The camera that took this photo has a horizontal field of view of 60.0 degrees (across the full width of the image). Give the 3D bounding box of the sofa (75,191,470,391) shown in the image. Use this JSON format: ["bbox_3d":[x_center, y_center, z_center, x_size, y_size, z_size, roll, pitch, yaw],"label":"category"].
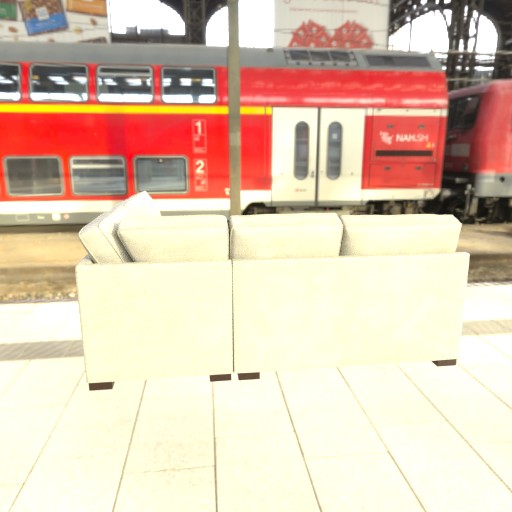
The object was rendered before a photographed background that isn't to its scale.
[{"bbox_3d":[0.000,0.000,3.491,2.188,0.936,2.211,-2,14,-8],"label":"sofa"}]
